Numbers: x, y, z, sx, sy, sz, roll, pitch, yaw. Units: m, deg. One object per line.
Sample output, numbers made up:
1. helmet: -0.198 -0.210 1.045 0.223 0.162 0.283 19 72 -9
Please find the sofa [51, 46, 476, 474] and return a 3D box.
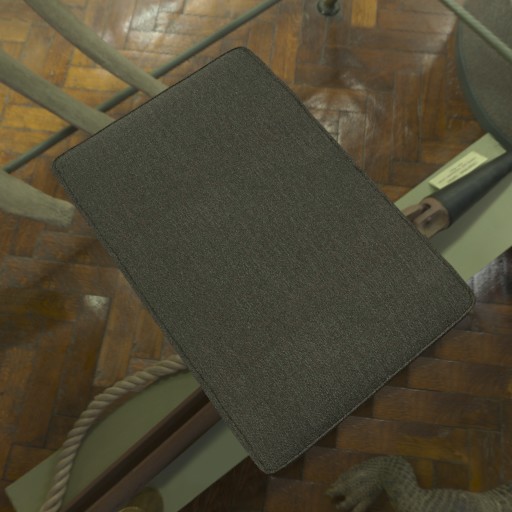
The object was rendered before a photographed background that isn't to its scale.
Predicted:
1. sofa: 0.000 0.000 1.166 0.578 0.457 0.854 -36 77 -10
